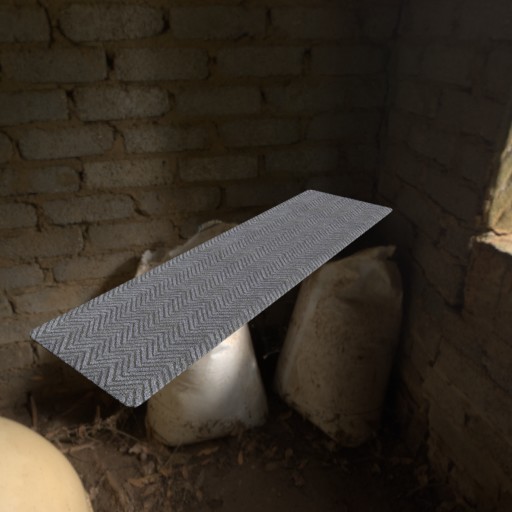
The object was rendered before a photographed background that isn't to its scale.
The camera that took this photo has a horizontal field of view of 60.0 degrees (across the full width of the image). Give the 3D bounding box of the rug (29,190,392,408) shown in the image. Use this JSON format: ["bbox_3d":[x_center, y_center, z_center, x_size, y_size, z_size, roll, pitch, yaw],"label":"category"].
[{"bbox_3d":[0.000,0.000,2.478,0.686,0.008,2.286,19,33,32],"label":"rug"}]
